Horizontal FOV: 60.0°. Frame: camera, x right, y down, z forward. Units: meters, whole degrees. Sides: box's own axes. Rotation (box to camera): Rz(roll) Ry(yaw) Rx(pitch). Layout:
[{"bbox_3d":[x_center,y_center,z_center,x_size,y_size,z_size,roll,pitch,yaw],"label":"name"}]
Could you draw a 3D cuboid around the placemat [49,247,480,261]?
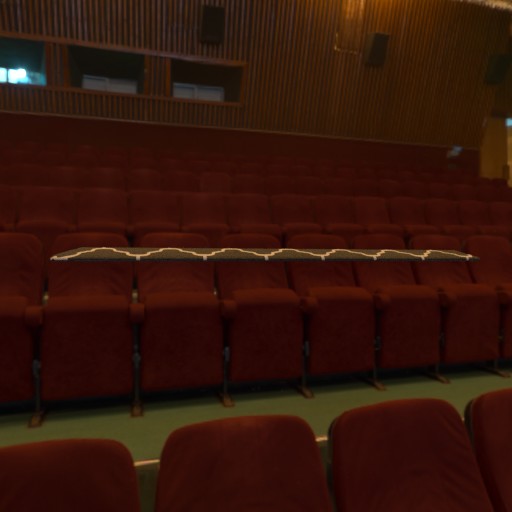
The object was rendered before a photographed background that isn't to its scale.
[{"bbox_3d":[0.000,0.000,0.962,0.762,0.021,0.508,0,0,-17],"label":"placemat"}]
